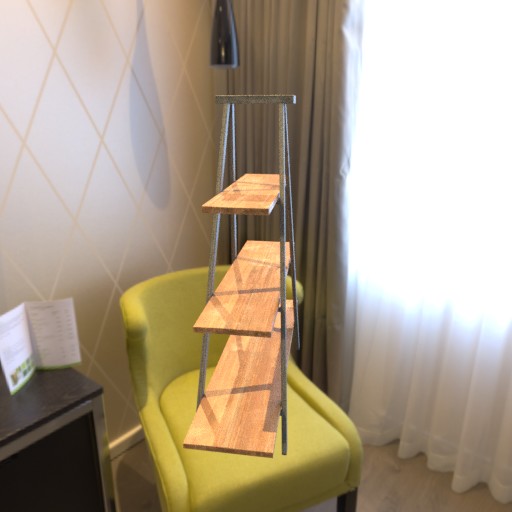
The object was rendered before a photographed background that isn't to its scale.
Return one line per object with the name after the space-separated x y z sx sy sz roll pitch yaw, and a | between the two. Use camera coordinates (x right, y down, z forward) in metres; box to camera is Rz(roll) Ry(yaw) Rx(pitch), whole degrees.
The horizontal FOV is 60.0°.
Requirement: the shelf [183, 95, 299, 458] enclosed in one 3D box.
0.000 0.000 2.658 0.508 1.808 1.746 3 18 8 | shelf
